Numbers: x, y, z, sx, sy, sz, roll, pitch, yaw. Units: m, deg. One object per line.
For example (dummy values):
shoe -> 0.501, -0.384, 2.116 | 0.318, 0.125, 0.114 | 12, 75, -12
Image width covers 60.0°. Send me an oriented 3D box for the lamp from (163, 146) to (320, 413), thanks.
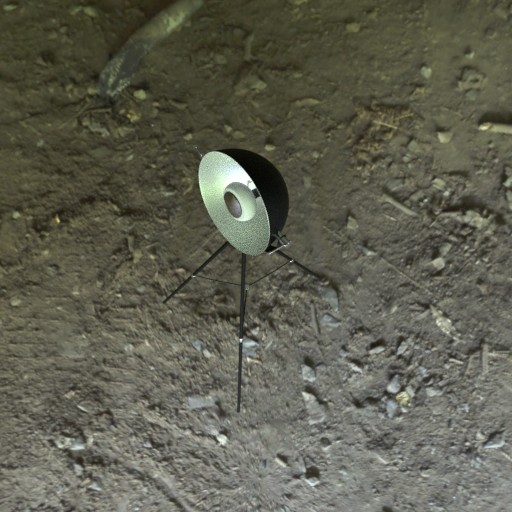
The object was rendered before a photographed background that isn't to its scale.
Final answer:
lamp -> 0.000, 0.000, 2.075 | 0.920, 1.512, 0.817 | -36, 69, -16
